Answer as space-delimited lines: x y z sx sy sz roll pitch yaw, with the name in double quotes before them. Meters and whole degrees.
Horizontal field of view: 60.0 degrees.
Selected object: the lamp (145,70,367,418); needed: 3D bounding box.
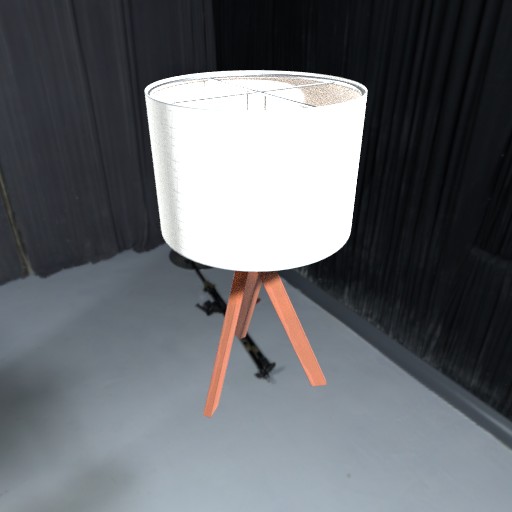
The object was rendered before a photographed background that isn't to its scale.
"lamp" 0.000 0.000 0.947 0.380 0.686 0.380 -19 35 -29
